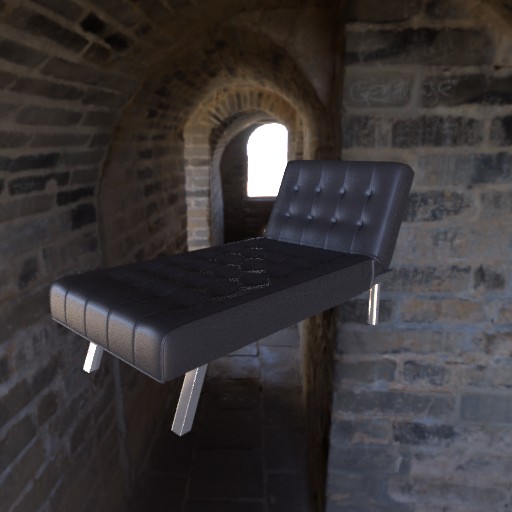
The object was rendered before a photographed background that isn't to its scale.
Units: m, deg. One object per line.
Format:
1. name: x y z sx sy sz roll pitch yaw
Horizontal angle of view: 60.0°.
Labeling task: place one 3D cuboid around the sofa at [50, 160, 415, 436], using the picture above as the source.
1. sofa: 0.000 0.000 1.998 0.760 0.820 1.560 12 18 42
